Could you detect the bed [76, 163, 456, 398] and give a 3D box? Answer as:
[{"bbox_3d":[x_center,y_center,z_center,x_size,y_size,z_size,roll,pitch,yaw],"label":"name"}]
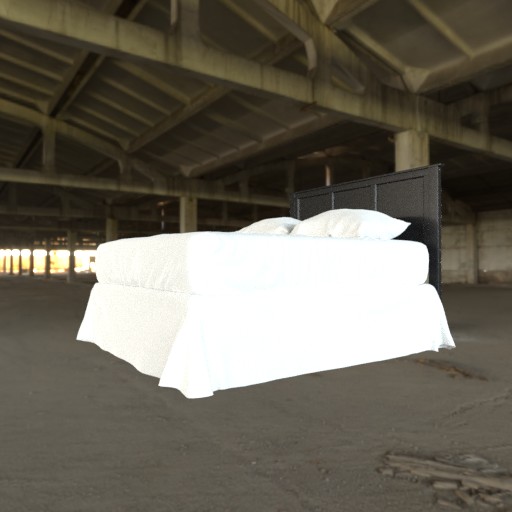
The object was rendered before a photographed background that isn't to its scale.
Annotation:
[{"bbox_3d":[0.000,0.000,3.150,2.050,1.270,1.870,1,-1,-35],"label":"bed"}]
